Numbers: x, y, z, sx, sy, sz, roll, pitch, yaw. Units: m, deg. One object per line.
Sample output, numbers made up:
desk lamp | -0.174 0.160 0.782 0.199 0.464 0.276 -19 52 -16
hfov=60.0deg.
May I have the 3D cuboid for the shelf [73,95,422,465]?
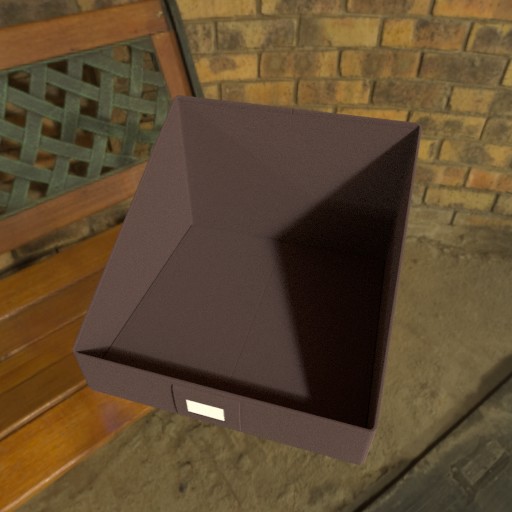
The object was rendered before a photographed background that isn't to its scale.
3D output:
shelf | 0.000 0.000 0.475 0.292 0.210 0.292 11 42 12
